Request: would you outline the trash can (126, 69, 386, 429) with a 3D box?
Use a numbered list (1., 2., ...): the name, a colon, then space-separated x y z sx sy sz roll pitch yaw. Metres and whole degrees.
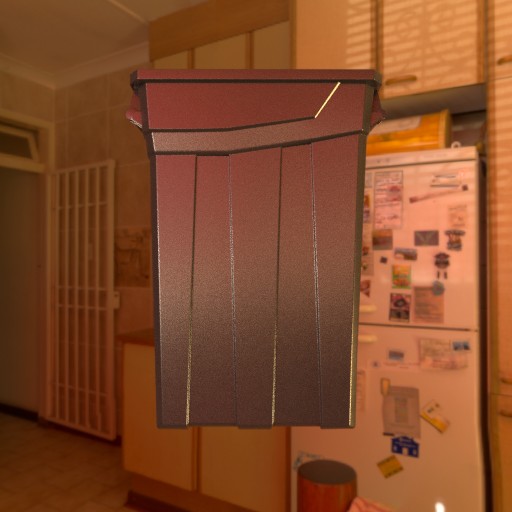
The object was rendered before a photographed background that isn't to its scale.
1. trash can: 0.000 0.000 1.042 0.559 0.762 0.281 0 -1 0
